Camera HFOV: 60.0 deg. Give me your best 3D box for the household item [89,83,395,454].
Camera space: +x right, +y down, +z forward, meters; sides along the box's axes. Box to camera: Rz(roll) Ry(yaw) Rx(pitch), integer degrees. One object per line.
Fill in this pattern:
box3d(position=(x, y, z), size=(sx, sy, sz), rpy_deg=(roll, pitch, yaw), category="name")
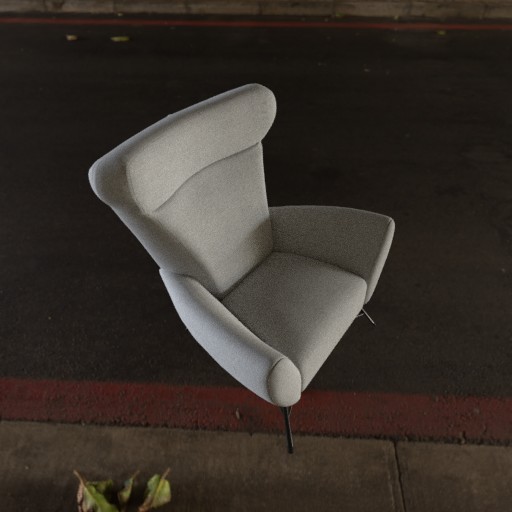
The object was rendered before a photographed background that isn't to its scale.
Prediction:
box3d(position=(0.000, 0.000, 1.826), size=(0.900, 1.050, 0.980), rpy_deg=(25, 47, 26), category="household item")
